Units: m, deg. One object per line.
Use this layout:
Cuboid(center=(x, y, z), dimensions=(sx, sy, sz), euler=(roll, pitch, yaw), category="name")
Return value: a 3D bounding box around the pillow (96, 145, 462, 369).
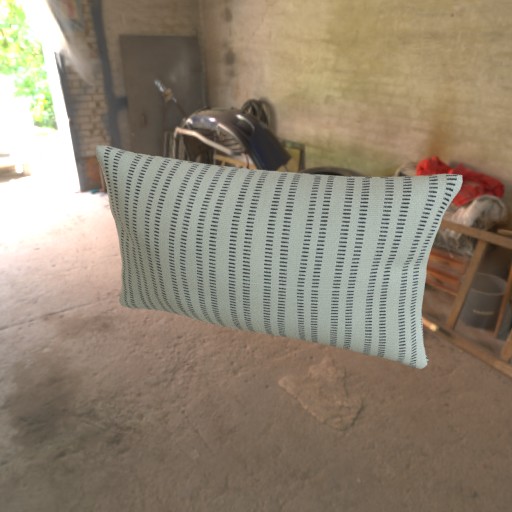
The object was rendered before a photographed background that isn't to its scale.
Cuboid(center=(0.000, 0.000, 0.800), dimensions=(0.640, 0.353, 0.210), euler=(9, 27, 17), category="pillow")
